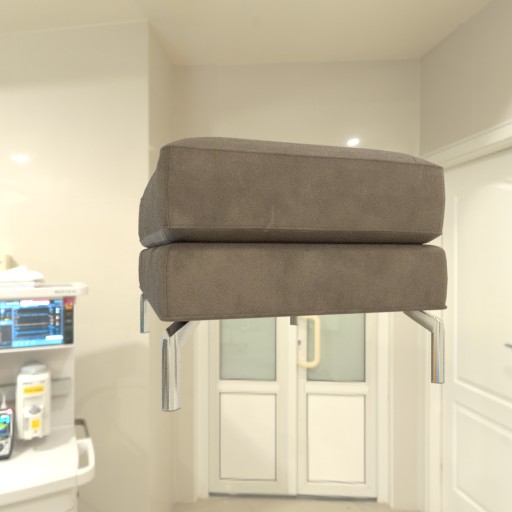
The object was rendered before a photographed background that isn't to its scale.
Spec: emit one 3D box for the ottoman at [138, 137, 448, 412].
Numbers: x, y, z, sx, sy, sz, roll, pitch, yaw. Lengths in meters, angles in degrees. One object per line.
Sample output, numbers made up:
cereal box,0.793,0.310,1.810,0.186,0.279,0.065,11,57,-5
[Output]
ottoman,0.000,0.000,1.060,0.520,0.456,0.719,0,0,-17
